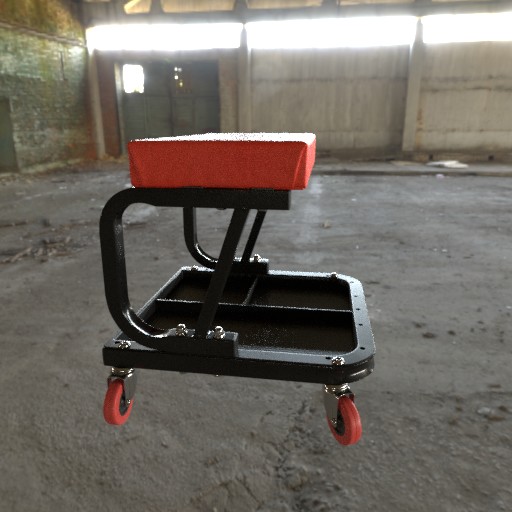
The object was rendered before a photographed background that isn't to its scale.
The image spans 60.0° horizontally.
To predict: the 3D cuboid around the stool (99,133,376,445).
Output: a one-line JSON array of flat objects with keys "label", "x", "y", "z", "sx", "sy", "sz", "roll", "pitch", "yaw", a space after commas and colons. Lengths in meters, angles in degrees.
[{"label": "stool", "x": 0.000, "y": 0.000, "z": 0.724, "sx": 0.371, "sy": 0.380, "sz": 0.446, "roll": 3, "pitch": 17, "yaw": 8}]
